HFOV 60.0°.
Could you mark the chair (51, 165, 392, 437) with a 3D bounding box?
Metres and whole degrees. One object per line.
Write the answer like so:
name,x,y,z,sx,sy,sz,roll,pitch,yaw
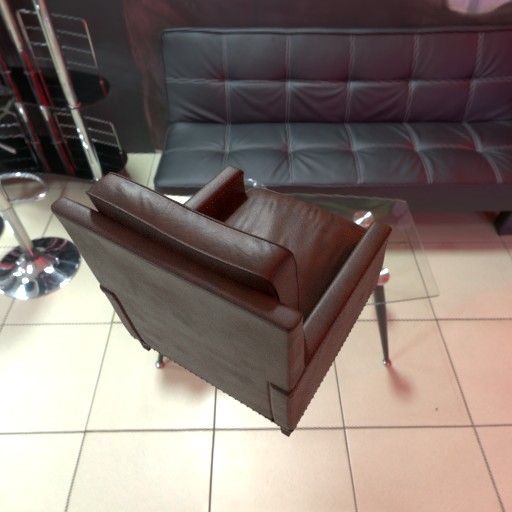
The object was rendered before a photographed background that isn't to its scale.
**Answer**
chair,0.000,0.000,1.817,0.854,1.054,1.035,25,52,21
